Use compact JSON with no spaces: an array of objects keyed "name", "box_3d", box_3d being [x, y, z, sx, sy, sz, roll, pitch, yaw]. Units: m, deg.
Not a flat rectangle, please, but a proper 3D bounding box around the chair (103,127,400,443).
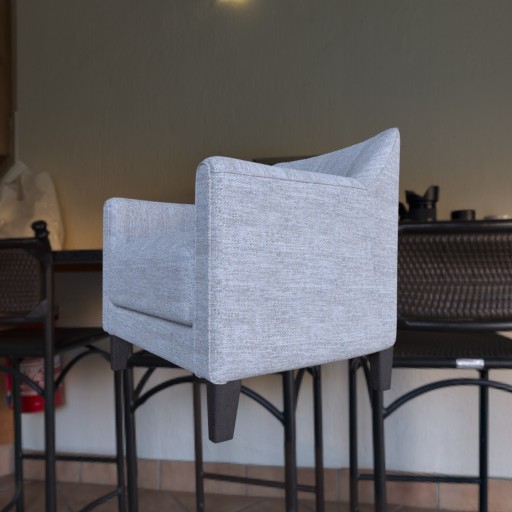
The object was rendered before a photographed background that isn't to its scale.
[{"name":"chair","box_3d":[0.000,0.000,1.386,0.758,0.761,0.796,0,-1,-34]}]
